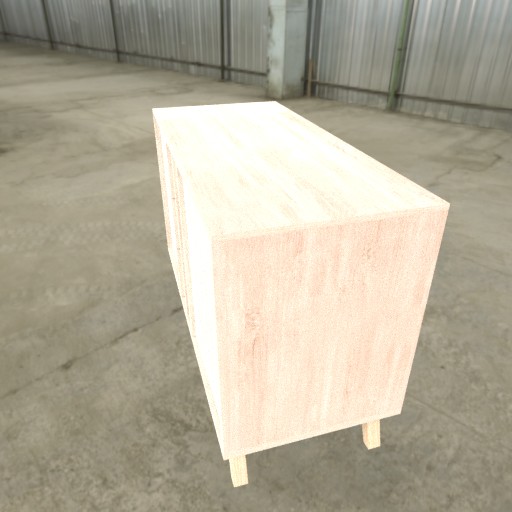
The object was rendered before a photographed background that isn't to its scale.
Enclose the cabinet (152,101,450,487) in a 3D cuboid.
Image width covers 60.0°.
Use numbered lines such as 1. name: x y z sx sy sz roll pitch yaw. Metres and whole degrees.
1. cabinet: 0.000 0.000 1.504 0.500 0.780 1.110 -9 31 -14
